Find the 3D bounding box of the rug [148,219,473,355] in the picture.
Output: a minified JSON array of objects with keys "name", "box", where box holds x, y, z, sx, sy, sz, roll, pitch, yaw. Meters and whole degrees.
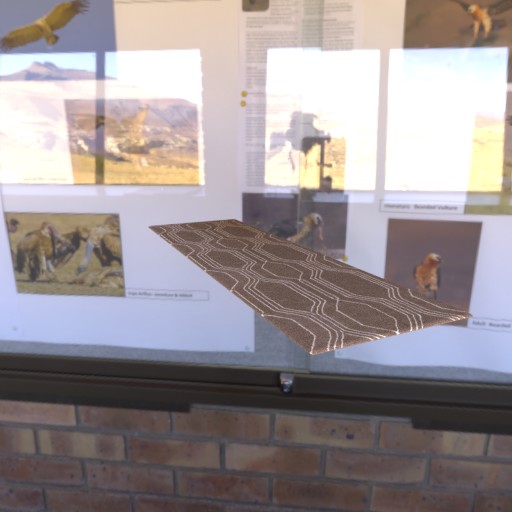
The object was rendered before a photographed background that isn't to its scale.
[{"name":"rug","box":[0.000,0.000,2.708,0.773,0.012,2.464,-7,16,-25]}]
